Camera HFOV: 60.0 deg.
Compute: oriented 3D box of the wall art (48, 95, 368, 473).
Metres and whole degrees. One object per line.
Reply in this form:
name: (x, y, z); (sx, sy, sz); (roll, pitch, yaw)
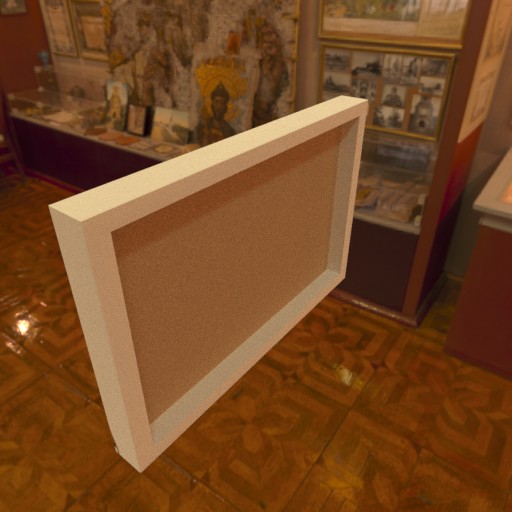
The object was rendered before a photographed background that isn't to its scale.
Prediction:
wall art: (0.000, 0.000, 0.466); (0.039, 0.254, 0.384); (23, 39, 31)
